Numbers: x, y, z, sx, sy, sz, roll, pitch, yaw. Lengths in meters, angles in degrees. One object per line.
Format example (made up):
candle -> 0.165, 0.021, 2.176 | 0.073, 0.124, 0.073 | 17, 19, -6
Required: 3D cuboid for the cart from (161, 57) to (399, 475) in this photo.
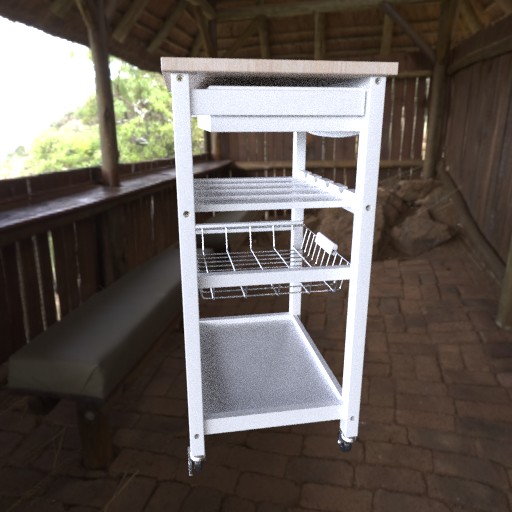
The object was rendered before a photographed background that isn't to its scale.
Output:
cart -> 0.000, 0.000, 1.134 | 0.406, 0.857, 0.578 | -3, 17, -9
